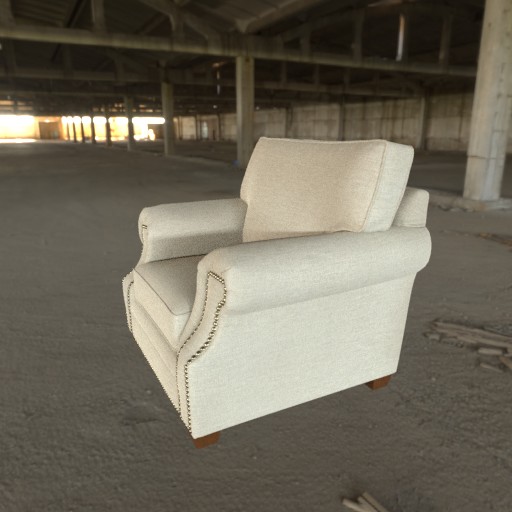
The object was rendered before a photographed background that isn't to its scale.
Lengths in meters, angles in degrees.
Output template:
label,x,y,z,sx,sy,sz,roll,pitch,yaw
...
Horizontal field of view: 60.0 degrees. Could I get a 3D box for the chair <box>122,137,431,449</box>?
label,x,y,z,sx,sy,sz,roll,pitch,yaw
chair,0.000,0.000,1.867,0.965,0.961,1.092,-8,18,-27
